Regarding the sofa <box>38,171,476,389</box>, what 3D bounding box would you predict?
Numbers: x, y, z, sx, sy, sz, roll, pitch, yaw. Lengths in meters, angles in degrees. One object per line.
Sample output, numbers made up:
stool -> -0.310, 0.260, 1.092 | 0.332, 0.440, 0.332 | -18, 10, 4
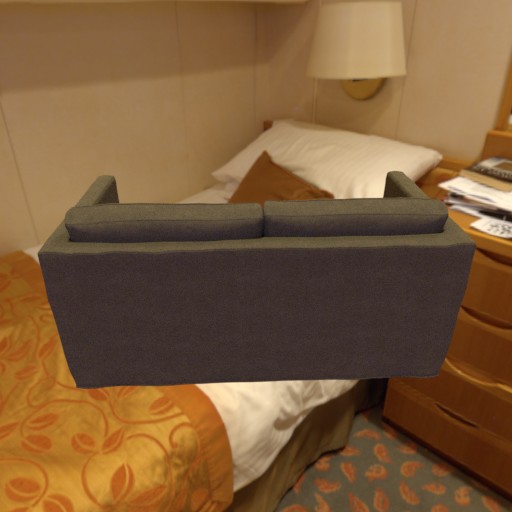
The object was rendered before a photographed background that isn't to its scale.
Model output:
sofa -> 0.000, 0.000, 2.322 | 1.802, 0.854, 0.974 | -1, 29, -2
